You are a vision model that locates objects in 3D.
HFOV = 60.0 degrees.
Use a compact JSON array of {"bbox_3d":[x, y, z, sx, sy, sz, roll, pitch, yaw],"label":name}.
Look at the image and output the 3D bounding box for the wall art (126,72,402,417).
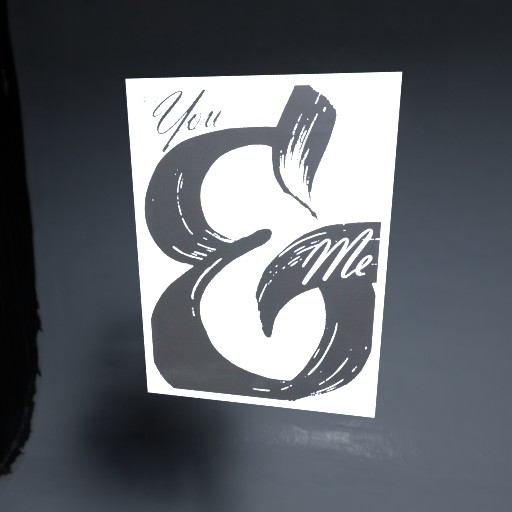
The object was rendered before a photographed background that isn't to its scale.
[{"bbox_3d":[0.000,0.000,0.804,0.457,0.609,0.003,3,15,11],"label":"wall art"}]
